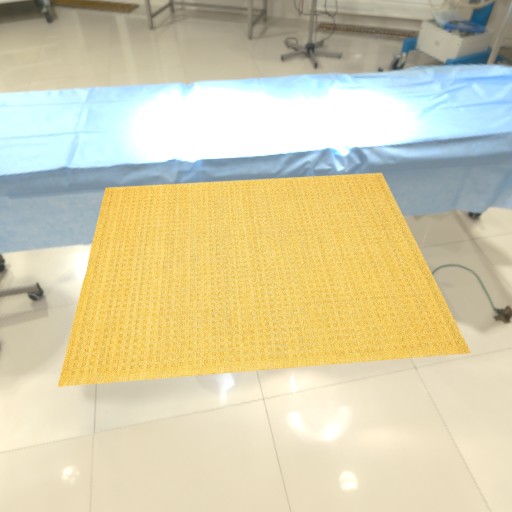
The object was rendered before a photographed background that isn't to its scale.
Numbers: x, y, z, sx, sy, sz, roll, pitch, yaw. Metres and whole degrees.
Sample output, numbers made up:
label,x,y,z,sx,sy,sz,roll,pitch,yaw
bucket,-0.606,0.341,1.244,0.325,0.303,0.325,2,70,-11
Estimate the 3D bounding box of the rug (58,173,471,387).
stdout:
label,x,y,z,sx,sy,sz,roll,pitch,yaw
rug,0.000,0.000,4.331,3.242,0.015,2.486,-4,46,-4
